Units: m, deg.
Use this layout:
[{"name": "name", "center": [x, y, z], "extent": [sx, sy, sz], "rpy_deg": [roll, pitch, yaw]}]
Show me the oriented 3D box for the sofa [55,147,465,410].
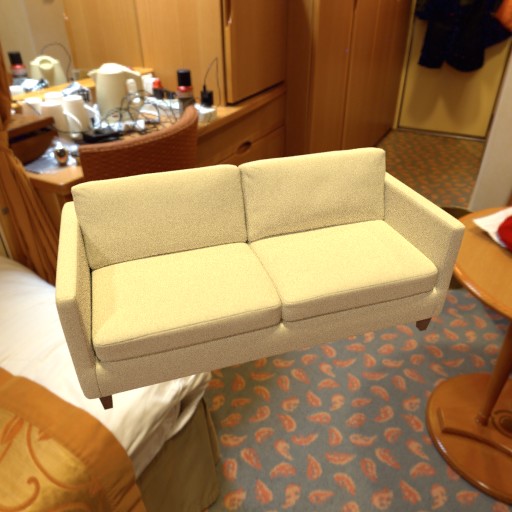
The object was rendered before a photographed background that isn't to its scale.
[{"name": "sofa", "center": [0.000, 0.000, 2.485], "extent": [1.981, 0.889, 0.965], "rpy_deg": [-10, 34, -15]}]
